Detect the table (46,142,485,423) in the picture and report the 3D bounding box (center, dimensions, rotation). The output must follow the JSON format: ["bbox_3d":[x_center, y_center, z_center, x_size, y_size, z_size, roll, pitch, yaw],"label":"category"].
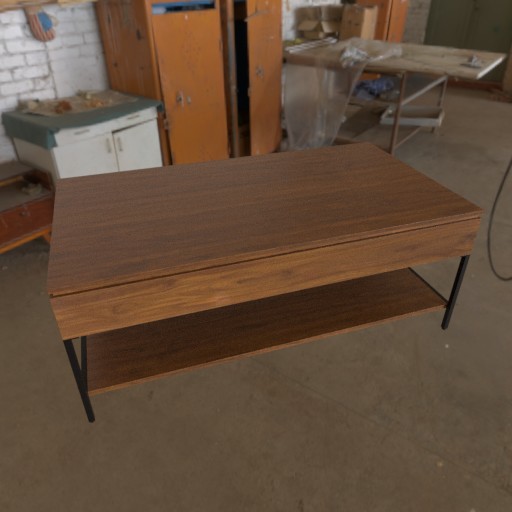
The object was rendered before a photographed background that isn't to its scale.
[{"bbox_3d":[0.000,0.000,1.346,1.057,0.414,0.574,-10,34,-16],"label":"table"}]
